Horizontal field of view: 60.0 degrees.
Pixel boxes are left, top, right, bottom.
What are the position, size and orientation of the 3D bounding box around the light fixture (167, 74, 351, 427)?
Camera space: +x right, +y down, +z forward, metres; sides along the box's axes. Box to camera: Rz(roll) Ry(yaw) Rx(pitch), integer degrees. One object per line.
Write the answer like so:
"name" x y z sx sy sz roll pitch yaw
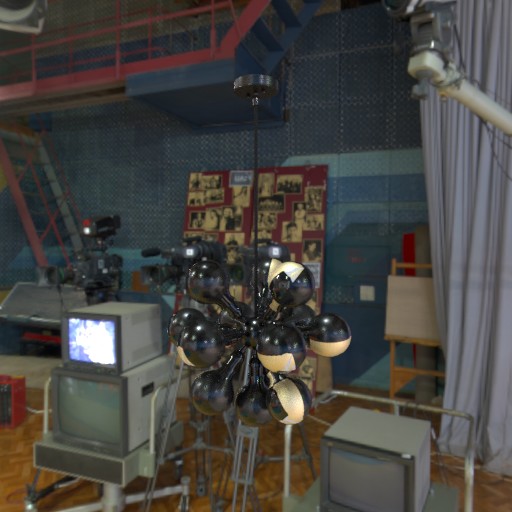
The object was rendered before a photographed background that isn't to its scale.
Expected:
"light fixture" 0.000 0.000 1.111 0.420 0.859 0.468 -1 2 -18
